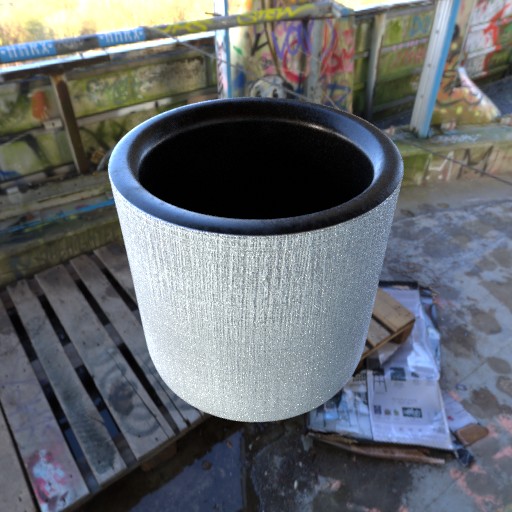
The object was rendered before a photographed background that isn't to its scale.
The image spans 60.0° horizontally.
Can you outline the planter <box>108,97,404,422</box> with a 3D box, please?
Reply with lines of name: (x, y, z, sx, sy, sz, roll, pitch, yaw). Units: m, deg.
planter: (0.000, 0.000, 0.291, 0.160, 0.156, 0.160, 0, 40, 0)
